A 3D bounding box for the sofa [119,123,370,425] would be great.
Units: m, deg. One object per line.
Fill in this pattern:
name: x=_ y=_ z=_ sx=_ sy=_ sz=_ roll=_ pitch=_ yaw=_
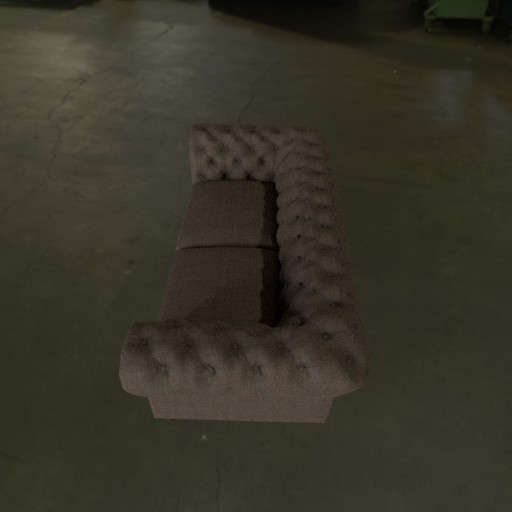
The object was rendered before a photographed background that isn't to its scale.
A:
sofa: x=0.000 y=0.000 z=2.535 sx=0.944 sy=0.780 sz=2.048 roll=1 pitch=42 yaw=1
